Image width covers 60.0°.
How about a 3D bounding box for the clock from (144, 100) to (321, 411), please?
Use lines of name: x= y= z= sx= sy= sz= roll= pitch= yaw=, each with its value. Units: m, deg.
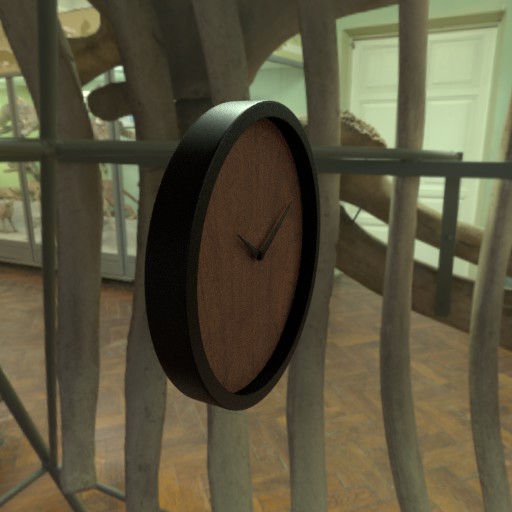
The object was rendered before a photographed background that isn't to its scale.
clock: x=0.000 y=0.000 z=0.474 sx=0.040 sy=0.314 sz=0.314 roll=7 pitch=16 yaw=26
